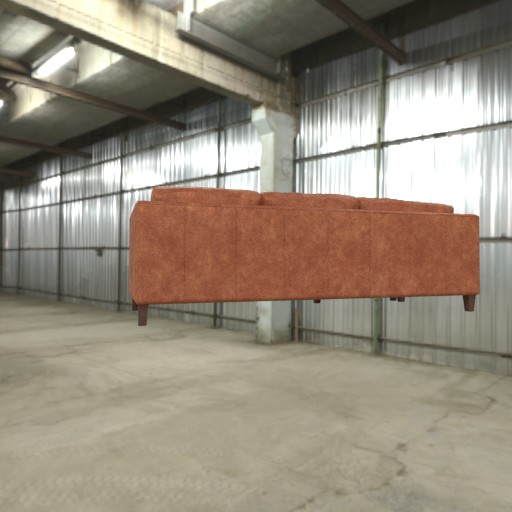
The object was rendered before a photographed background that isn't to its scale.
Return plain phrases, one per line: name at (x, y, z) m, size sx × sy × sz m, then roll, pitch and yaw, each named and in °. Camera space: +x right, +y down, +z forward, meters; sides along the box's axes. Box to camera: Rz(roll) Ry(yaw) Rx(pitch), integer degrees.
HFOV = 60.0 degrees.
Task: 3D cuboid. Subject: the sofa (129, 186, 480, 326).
sofa at (0.000, 0.000, 4.330) m, size 2.438 × 0.838 × 3.167 m, roll 0°, pitch -1°, yaw -18°
